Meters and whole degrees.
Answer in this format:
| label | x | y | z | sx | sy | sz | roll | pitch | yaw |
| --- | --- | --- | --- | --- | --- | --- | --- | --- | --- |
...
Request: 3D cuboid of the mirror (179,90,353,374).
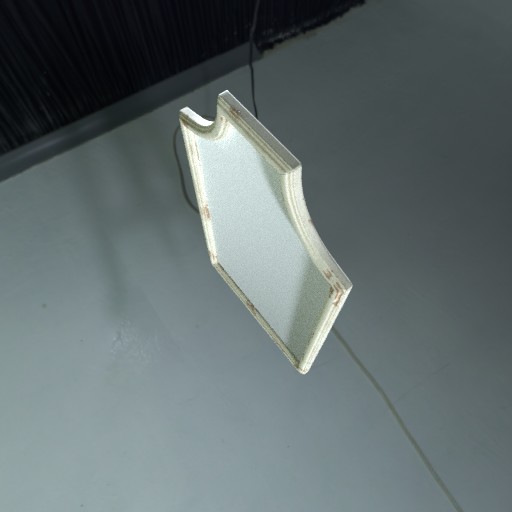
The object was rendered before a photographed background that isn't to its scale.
| label | x | y | z | sx | sy | sz | roll | pitch | yaw |
| --- | --- | --- | --- | --- | --- | --- | --- | --- | --- |
| mirror | 0.000 | 0.000 | 0.867 | 0.022 | 0.717 | 0.403 | -35 | 69 | -15 |
